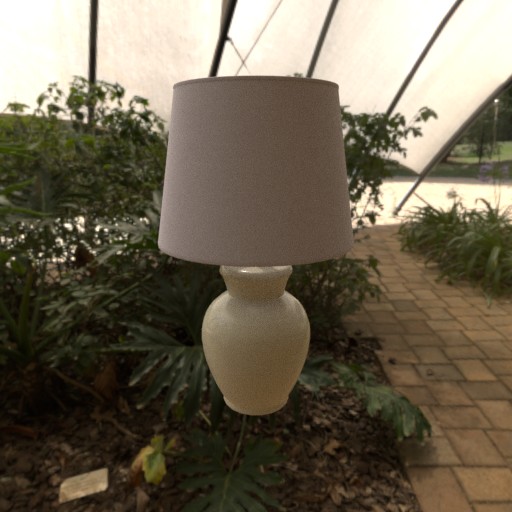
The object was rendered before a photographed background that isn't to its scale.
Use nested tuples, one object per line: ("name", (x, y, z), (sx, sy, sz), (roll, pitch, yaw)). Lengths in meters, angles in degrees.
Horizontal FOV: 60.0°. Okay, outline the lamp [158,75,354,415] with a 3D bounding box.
("lamp", (0.000, 0.000, 0.558), (0.239, 0.399, 0.239), (0, 14, 0))
